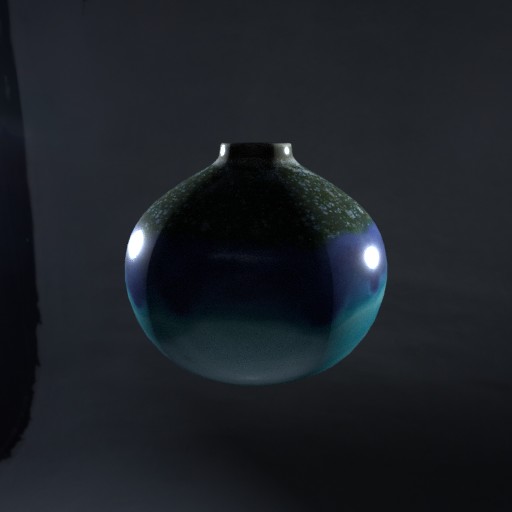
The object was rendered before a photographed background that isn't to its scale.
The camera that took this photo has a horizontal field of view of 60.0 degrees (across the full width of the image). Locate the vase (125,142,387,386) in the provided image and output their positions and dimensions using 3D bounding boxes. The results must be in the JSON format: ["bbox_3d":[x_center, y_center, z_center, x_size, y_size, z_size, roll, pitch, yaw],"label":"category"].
[{"bbox_3d":[0.000,0.000,0.269,0.154,0.133,0.154,0,15,0],"label":"vase"}]
